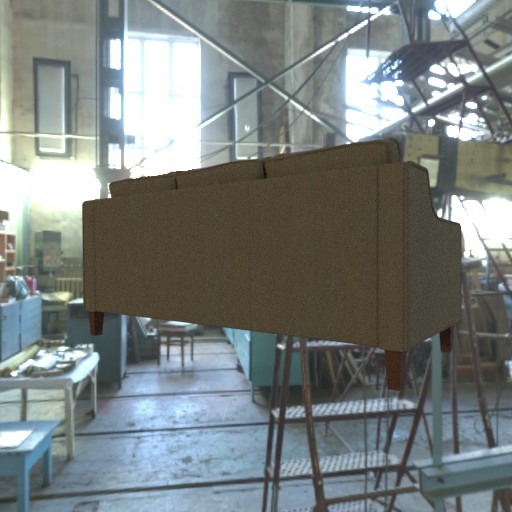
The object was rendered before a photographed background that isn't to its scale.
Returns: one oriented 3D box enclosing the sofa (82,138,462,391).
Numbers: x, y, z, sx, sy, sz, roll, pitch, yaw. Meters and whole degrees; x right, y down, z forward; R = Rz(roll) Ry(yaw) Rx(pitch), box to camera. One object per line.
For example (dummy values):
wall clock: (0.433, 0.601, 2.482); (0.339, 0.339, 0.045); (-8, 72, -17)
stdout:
sofa: (0.000, 0.000, 2.506); (1.986, 0.974, 0.911); (0, 0, 36)
